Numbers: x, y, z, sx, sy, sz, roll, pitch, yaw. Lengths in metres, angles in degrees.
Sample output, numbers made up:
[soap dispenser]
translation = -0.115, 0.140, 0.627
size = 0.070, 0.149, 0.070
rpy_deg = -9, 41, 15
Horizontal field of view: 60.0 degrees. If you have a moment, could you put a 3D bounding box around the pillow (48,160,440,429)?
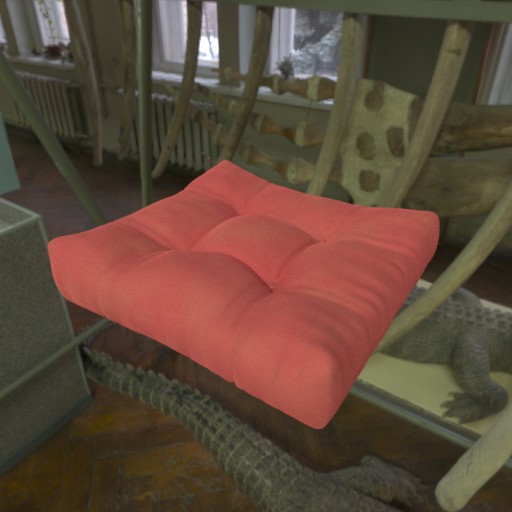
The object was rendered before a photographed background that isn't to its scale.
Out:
[pillow]
translation = 0.000, 0.000, 0.742
size = 0.490, 0.128, 0.468
rpy_deg = 19, 37, 28
